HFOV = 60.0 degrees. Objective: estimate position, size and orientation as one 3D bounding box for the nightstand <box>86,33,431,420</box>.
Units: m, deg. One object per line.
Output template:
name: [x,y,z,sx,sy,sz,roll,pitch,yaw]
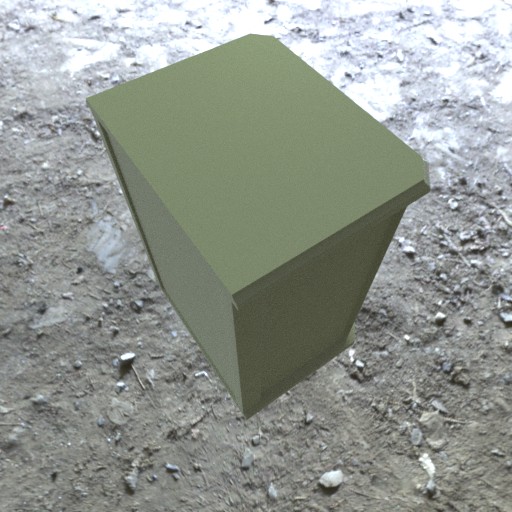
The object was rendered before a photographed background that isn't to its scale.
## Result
nightstand: [0.000,0.000,0.928,0.351,0.681,0.435,-30,62,-18]
